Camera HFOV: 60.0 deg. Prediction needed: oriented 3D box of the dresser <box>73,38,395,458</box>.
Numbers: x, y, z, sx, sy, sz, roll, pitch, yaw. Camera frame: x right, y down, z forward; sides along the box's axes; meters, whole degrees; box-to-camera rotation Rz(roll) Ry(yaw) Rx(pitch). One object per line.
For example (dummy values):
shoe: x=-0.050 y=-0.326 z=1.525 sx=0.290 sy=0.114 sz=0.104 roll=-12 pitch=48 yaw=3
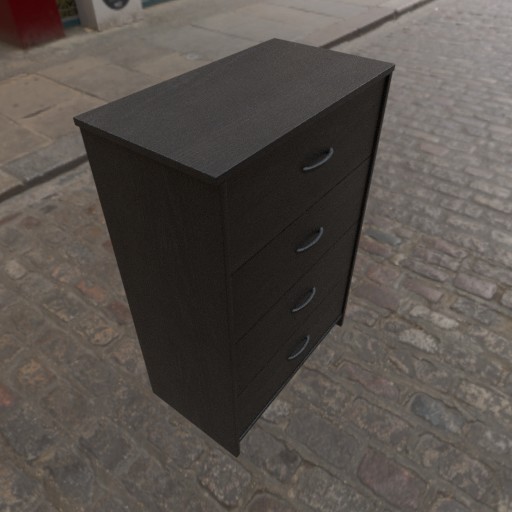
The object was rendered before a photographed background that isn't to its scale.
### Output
dresser: x=0.000 y=0.000 z=1.348 sx=0.398 sy=1.020 sz=0.700 roll=27 pitch=48 yaw=27
